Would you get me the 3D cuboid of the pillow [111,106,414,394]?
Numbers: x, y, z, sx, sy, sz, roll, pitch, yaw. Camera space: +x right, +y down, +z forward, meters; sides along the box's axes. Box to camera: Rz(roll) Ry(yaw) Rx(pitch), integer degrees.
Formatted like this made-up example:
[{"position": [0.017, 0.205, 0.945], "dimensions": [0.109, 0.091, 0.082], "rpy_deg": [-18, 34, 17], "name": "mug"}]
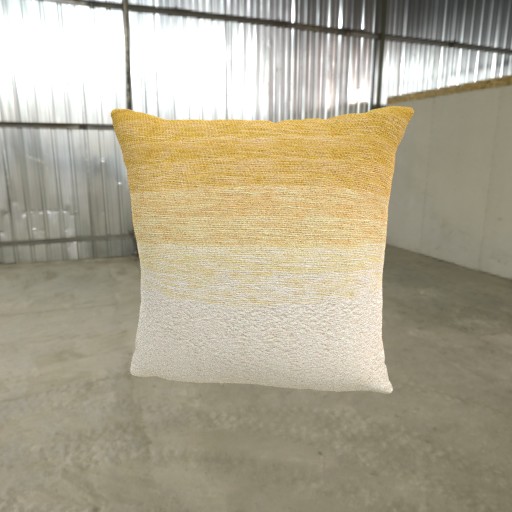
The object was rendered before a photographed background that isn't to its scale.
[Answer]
[{"position": [0.000, 0.000, 0.704], "dimensions": [0.450, 0.450, 0.211], "rpy_deg": [2, 14, 8], "name": "pillow"}]
